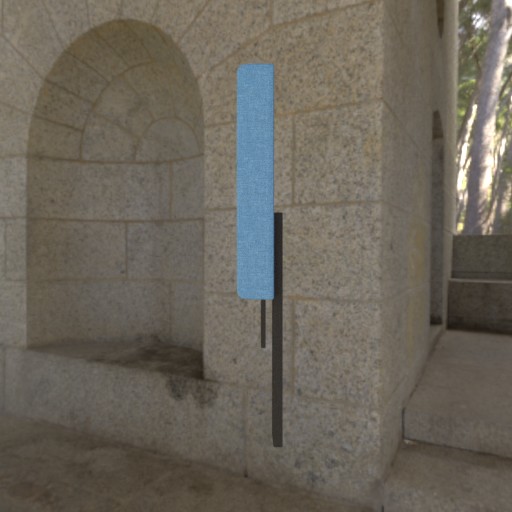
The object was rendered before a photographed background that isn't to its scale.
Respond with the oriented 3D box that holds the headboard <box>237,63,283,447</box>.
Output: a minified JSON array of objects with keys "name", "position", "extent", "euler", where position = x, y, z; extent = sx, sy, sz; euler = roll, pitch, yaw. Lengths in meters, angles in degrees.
[{"name":"headboard","position":[0.000,0.000,2.759],"extent":[0.184,1.524,2.051],"euler":[0,1,-1]}]
